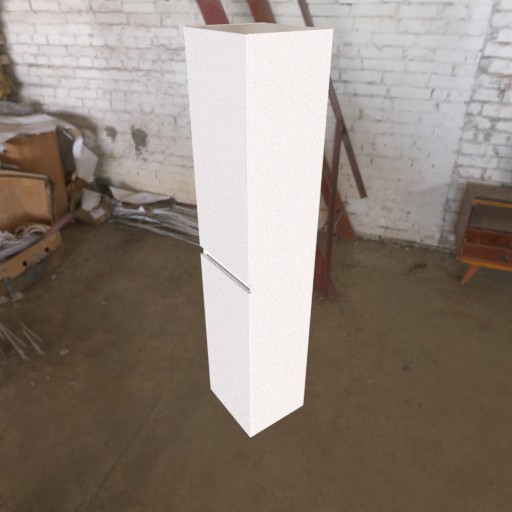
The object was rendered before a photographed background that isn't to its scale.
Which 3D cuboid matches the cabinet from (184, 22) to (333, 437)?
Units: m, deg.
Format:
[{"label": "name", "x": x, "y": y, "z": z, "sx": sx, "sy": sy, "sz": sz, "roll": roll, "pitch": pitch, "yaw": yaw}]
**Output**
[{"label": "cabinet", "x": 0.000, "y": 0.000, "z": 1.525, "sx": 0.269, "sy": 1.400, "sz": 0.300, "roll": -20, "pitch": 37, "yaw": -30}]
